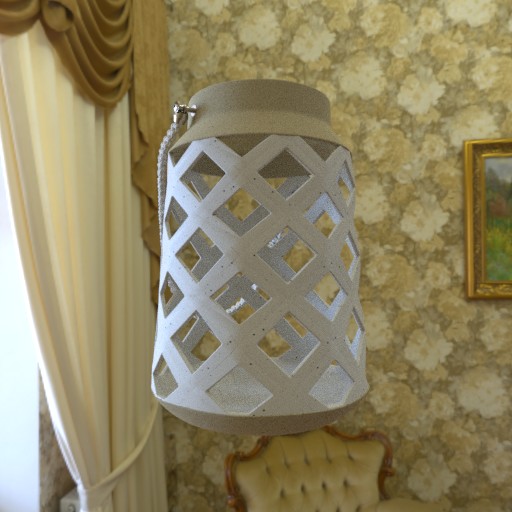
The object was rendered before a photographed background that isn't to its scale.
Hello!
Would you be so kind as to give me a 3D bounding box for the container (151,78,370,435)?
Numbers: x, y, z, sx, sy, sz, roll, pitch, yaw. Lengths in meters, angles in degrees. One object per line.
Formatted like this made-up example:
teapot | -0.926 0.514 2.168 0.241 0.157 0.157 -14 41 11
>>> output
container | 0.000 0.000 0.343 0.163 0.229 0.172 1 -2 -36
